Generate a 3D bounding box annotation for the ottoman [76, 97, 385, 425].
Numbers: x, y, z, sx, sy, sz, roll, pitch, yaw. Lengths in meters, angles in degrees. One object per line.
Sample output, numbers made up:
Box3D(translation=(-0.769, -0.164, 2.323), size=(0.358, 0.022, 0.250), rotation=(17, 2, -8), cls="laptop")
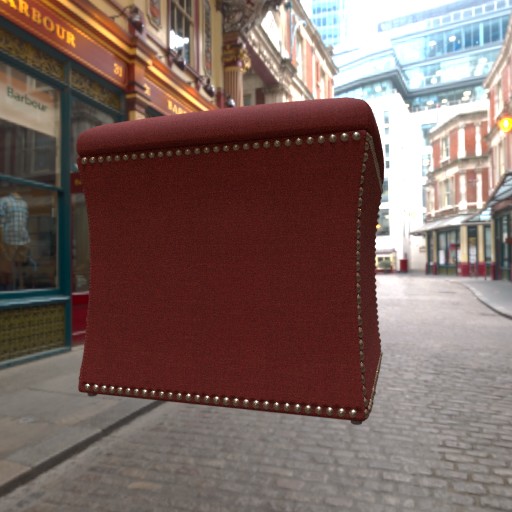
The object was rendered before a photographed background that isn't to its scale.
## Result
Box3D(translation=(0.000, 0.000, 0.889), size=(0.497, 0.475, 0.507), rotation=(-1, -2, 18), cls="ottoman")
